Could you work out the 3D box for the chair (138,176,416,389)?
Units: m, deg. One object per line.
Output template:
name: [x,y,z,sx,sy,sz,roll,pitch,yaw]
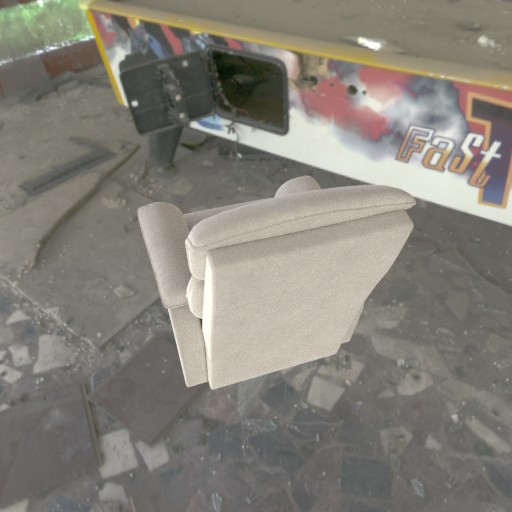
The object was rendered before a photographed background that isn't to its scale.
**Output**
chair: [0.000,0.000,1.759,0.820,1.039,1.001,-12,42,-14]
